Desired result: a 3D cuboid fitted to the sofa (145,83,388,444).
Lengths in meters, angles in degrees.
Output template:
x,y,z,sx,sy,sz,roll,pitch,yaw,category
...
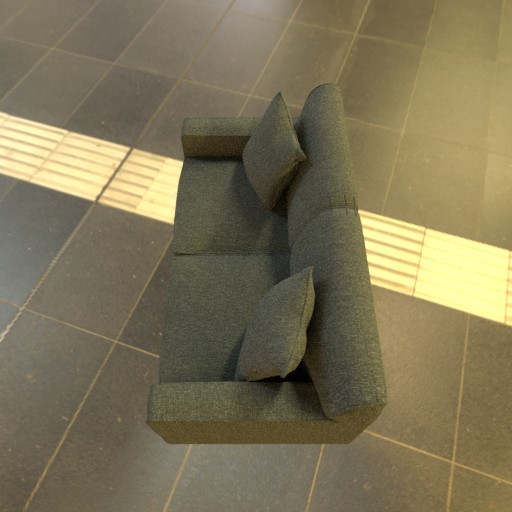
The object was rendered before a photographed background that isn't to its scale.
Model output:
x,y,z,sx,sy,sz,roll,pitch,yaw,category
0.000,0.000,2.448,0.998,0.958,1.846,0,58,0,sofa
